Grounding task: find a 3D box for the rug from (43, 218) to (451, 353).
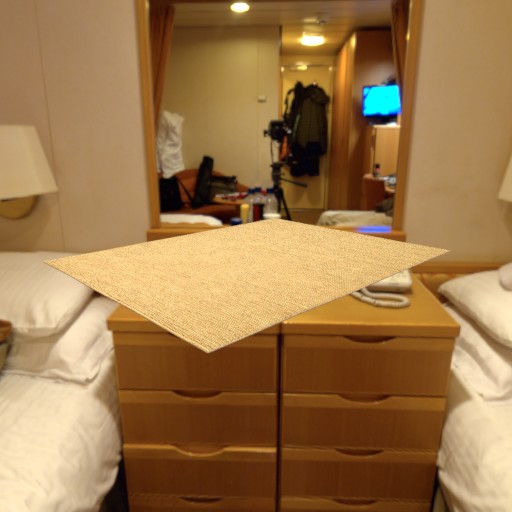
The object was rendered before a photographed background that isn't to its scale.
[{"bbox_3d":[0.000,0.000,4.194,3.034,0.012,2.406,-15,21,-42],"label":"rug"}]
